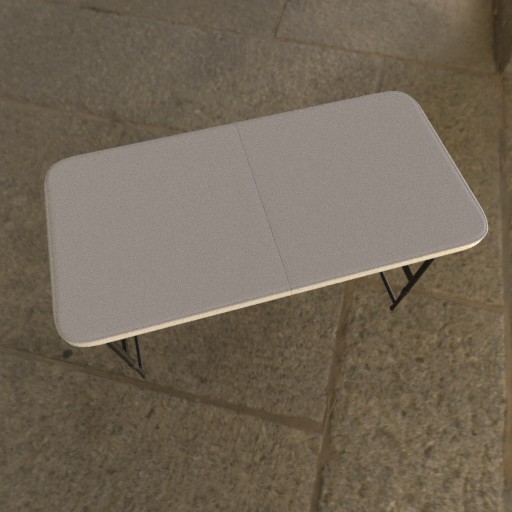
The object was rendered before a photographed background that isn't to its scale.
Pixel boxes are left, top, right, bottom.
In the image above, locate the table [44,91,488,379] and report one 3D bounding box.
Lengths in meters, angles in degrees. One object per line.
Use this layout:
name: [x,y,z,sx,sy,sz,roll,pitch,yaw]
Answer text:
table: [0.000,0.000,1.625,1.245,0.737,0.611,-14,64,-7]
